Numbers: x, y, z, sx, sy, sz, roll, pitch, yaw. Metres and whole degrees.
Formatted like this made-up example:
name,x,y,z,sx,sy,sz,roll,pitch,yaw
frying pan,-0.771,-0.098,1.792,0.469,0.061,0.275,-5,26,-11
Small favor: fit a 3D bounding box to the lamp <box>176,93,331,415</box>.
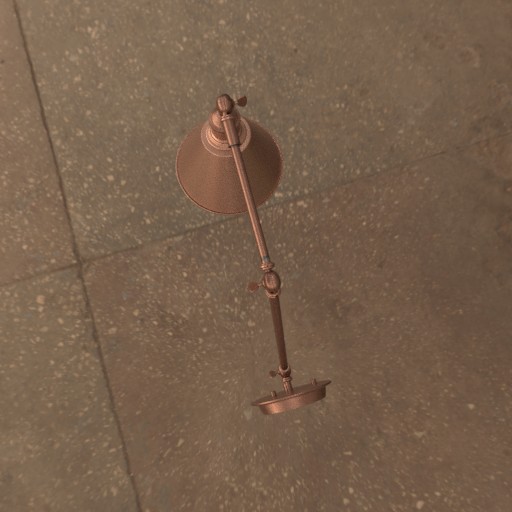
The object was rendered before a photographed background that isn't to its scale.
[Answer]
name,x,y,z,sx,sy,sz,roll,pitch,yaw
lamp,0.000,0.000,0.894,0.223,0.502,0.624,-15,77,-4
